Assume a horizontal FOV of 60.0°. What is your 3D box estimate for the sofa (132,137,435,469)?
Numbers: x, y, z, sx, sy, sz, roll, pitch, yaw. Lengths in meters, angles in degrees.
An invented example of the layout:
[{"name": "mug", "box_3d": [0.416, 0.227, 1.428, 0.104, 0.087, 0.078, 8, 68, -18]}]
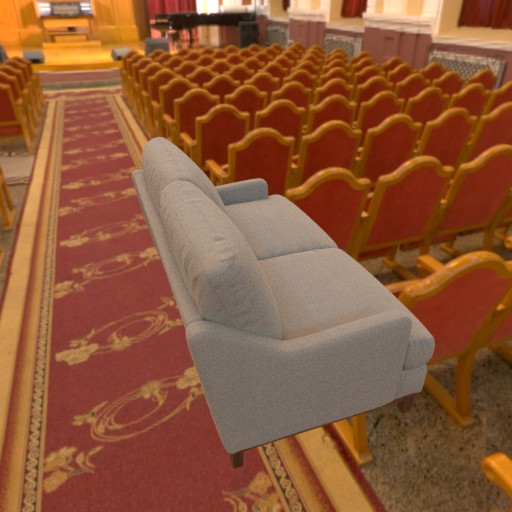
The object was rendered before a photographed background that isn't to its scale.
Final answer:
[{"name": "sofa", "box_3d": [0.000, 0.000, 2.205, 0.987, 0.921, 1.589, -10, 32, -17]}]
